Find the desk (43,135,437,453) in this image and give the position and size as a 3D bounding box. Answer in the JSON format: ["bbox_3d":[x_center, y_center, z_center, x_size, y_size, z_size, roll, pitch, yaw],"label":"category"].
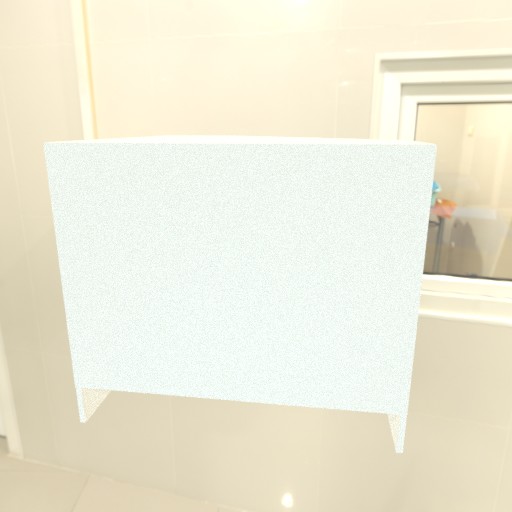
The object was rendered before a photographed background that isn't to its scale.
[{"bbox_3d":[0.000,0.000,1.596,0.940,0.818,0.926,2,16,8],"label":"desk"}]
